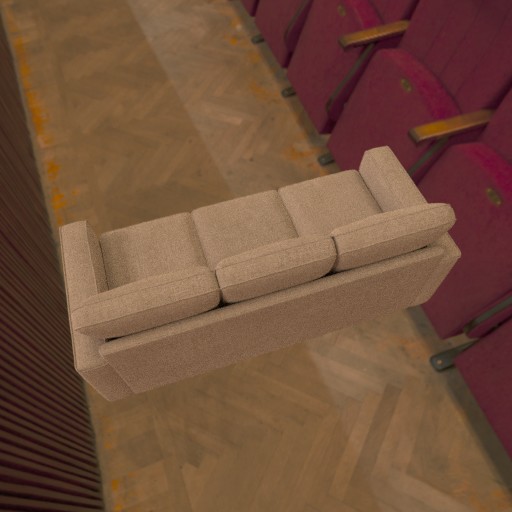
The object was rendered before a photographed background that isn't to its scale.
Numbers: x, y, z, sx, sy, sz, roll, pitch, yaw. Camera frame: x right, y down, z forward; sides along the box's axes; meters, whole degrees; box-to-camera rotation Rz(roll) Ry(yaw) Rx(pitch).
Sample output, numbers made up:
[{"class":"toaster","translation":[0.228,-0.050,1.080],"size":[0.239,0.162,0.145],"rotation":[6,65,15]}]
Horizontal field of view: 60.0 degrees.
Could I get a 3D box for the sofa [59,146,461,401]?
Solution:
[{"class":"sofa","translation":[0.000,0.000,2.658],"size":[2.133,0.965,0.939],"rotation":[-16,59,-10]}]
